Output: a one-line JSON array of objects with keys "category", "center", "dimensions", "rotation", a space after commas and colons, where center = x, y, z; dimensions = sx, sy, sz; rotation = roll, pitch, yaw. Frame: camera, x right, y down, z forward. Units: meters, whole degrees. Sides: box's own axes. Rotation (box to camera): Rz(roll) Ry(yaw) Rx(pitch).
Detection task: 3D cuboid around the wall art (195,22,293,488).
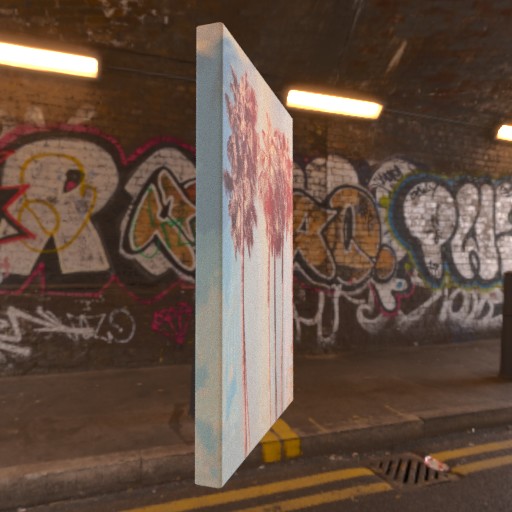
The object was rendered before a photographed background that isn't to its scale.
[{"category": "wall art", "center": [0.000, 0.000, 0.772], "dimensions": [0.038, 0.610, 0.401], "rotation": [0, -2, 18]}]
